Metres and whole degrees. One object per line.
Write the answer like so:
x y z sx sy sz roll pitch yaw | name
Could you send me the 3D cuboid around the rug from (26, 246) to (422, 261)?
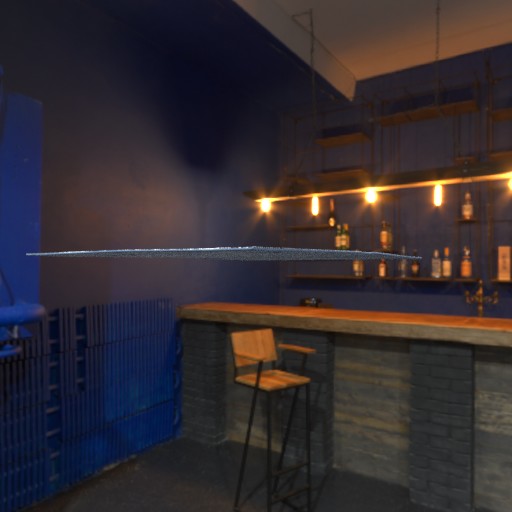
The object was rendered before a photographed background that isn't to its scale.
0.000 0.000 3.070 1.624 0.030 2.349 -1 -2 35 | rug
